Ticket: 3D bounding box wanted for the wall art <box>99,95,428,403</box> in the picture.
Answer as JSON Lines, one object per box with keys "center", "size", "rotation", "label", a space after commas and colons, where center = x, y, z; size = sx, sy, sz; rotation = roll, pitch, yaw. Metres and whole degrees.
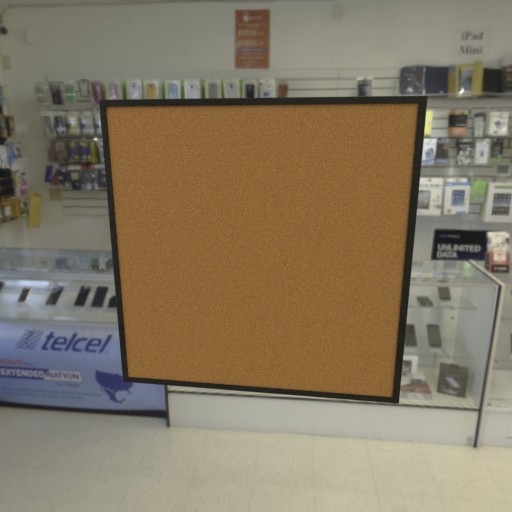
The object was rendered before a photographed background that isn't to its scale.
{"center": [0.000, 0.000, 1.135], "size": [0.763, 0.763, 0.039], "rotation": [2, 15, 8], "label": "wall art"}
